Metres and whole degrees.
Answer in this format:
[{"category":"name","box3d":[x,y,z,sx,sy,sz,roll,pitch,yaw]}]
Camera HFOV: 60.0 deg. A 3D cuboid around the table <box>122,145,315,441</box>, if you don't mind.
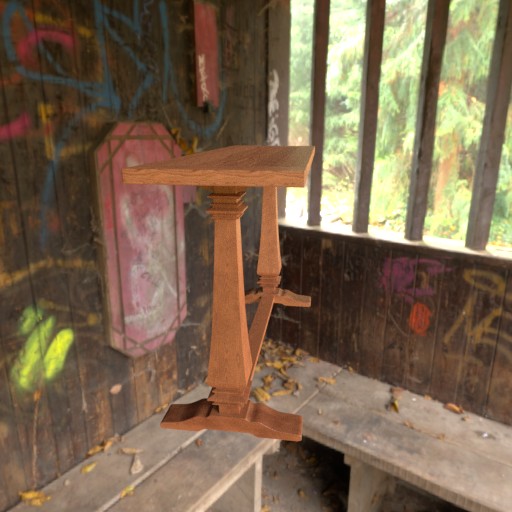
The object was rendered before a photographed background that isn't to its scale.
[{"category":"table","box3d":[0.000,0.000,1.879,0.461,0.852,1.478,2,16,8]}]
